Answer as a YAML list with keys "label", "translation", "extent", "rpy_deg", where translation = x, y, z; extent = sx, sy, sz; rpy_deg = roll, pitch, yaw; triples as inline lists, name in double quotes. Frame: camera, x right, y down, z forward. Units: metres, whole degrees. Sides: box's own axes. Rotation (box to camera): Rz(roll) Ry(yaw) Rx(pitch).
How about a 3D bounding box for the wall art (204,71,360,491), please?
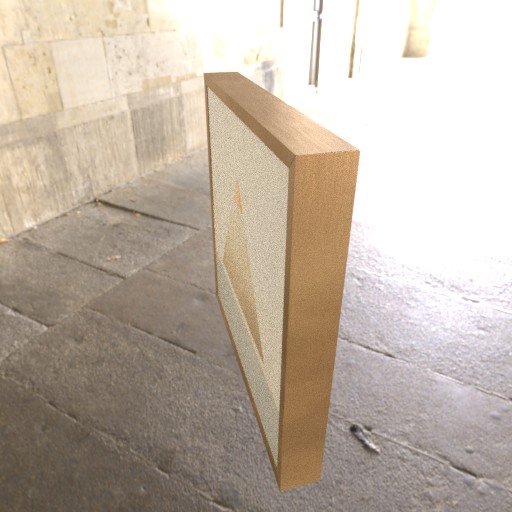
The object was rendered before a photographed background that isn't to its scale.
- label: "wall art"
  translation: [0.000, 0.000, 0.445]
  extent: [0.038, 0.303, 0.305]
  rpy_deg: [-8, 31, -13]
